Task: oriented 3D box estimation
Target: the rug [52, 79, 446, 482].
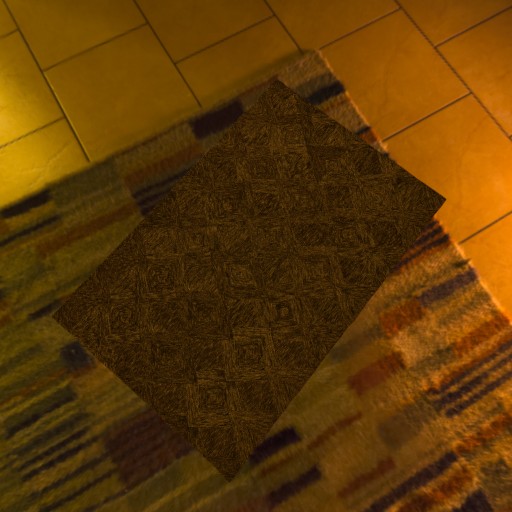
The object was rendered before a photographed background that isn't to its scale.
[{"bbox_3d":[0.000,0.000,2.307,1.189,0.011,1.808,39,78,10],"label":"rug"}]
